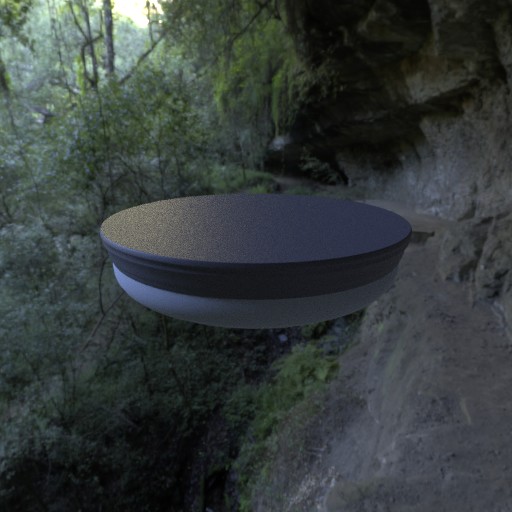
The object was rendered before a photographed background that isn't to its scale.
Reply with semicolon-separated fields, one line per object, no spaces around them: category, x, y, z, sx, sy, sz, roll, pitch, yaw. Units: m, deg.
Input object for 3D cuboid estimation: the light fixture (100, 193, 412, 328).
light fixture;0.000;0.000;0.564;0.368;0.100;0.368;0;17;0
